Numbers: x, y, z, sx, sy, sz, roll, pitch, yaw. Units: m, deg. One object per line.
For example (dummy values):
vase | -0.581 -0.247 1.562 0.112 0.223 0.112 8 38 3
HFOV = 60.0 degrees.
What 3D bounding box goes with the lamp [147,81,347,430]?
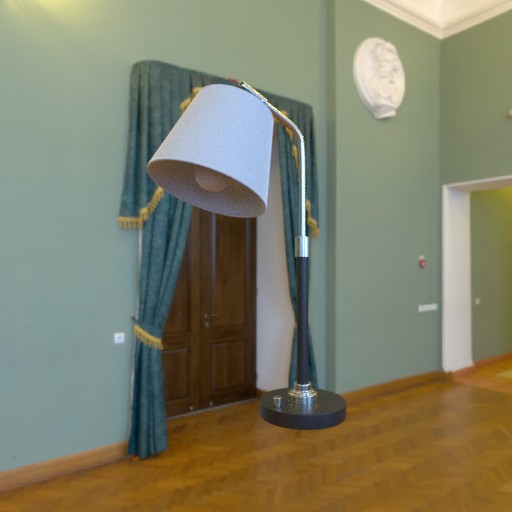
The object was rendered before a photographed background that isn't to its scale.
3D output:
lamp | 0.000 0.000 0.699 0.348 0.539 0.181 0 0 -37
